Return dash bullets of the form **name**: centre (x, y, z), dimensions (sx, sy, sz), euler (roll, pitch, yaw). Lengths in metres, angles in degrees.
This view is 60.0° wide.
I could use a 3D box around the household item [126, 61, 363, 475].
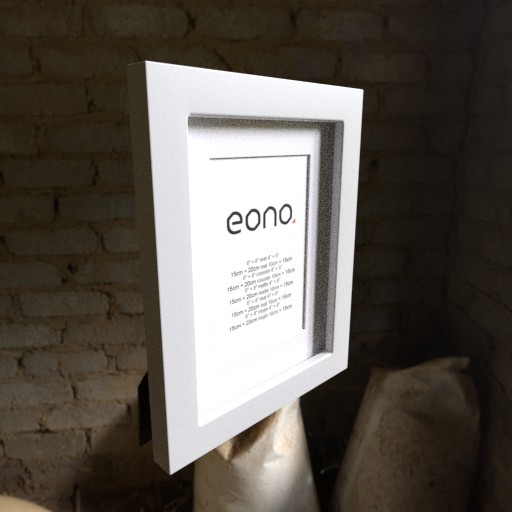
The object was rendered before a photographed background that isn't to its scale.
- **household item**: centre (0.000, 0.000, 0.339), dimensions (0.200, 0.250, 0.045), euler (-14, 20, -42)
